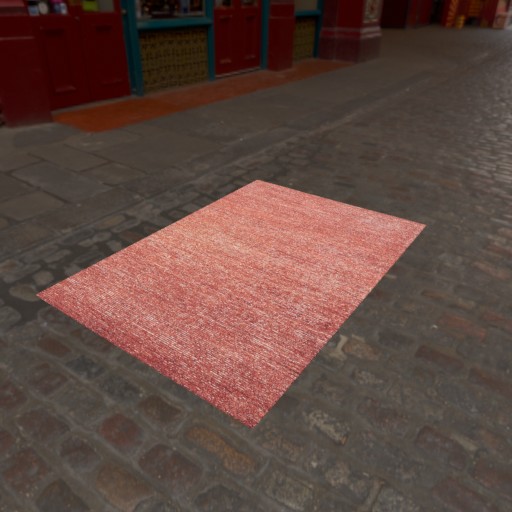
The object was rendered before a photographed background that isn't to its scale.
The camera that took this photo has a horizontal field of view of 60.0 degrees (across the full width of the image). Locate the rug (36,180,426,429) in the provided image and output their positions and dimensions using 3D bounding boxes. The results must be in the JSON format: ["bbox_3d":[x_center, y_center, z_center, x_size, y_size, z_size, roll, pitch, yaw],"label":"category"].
[{"bbox_3d":[0.000,0.000,5.289,2.803,0.025,3.965,21,37,30],"label":"rug"}]
